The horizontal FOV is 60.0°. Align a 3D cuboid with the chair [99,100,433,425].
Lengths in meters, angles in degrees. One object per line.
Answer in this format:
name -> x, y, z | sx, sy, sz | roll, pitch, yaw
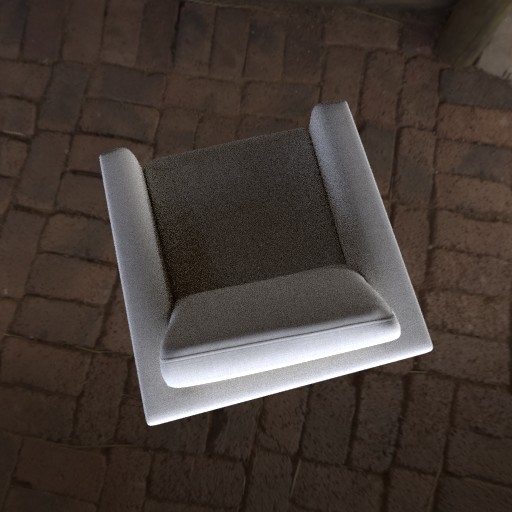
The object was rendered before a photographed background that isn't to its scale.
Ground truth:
chair -> 0.000, 0.000, 1.875 | 1.070, 0.876, 1.100 | -14, 76, -4
